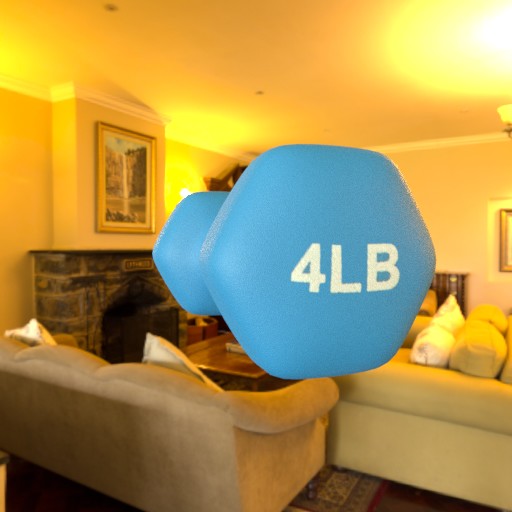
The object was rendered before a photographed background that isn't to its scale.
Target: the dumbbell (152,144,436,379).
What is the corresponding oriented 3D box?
[{"bbox_3d":[0.000,0.000,0.188,0.074,0.066,0.152,-1,2,-19],"label":"dumbbell"}]
